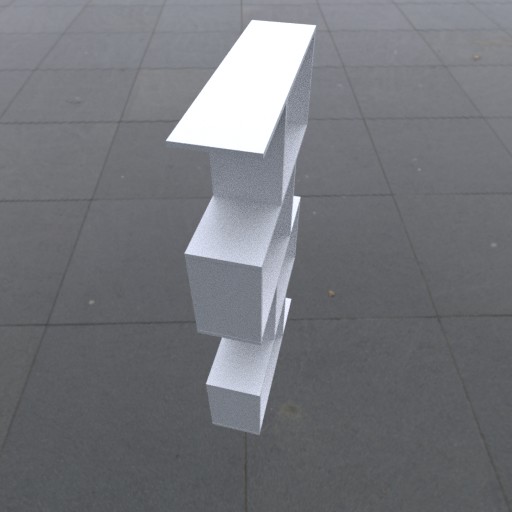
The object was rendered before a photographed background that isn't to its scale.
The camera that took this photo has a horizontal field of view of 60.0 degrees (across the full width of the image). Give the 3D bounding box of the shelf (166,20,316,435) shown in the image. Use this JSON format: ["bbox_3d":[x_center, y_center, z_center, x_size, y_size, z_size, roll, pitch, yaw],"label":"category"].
[{"bbox_3d":[0.000,0.000,1.972,0.250,1.650,0.890,10,47,9],"label":"shelf"}]
